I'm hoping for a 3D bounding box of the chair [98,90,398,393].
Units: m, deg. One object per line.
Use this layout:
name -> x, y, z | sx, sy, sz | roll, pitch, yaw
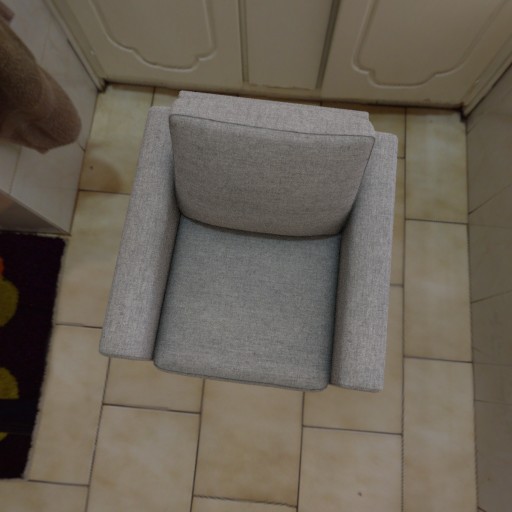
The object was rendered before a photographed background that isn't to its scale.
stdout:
chair -> 0.000, 0.000, 1.853 | 1.024, 1.010, 1.038 | 7, 76, 2
